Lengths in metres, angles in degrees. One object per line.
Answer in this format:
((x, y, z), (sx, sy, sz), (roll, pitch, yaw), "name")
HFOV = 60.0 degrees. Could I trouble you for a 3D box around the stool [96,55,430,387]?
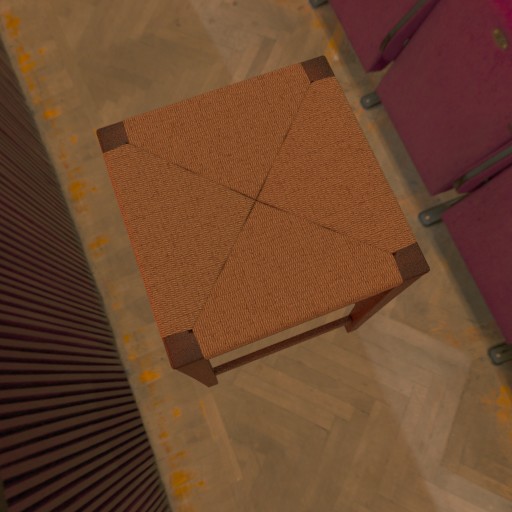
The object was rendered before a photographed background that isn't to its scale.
((0.000, 0.000, 1.091), (0.507, 0.762, 0.497), (-20, 76, -5), "stool")
